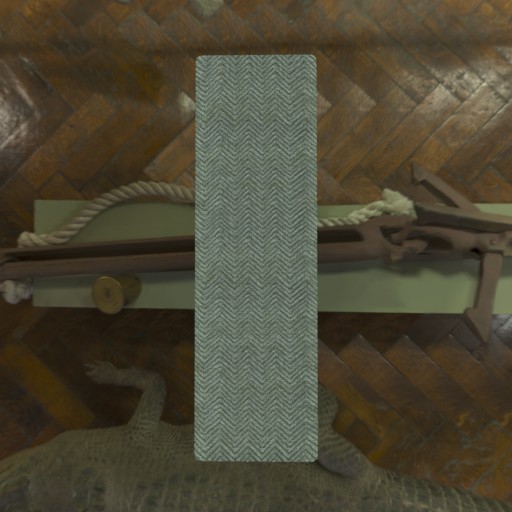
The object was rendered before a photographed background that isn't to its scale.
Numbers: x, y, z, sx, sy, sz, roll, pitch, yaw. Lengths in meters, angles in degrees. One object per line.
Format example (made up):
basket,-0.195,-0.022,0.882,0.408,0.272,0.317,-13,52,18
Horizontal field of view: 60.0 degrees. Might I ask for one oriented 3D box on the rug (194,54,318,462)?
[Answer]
rug,0.000,0.000,2.497,0.686,0.008,2.286,0,89,1
